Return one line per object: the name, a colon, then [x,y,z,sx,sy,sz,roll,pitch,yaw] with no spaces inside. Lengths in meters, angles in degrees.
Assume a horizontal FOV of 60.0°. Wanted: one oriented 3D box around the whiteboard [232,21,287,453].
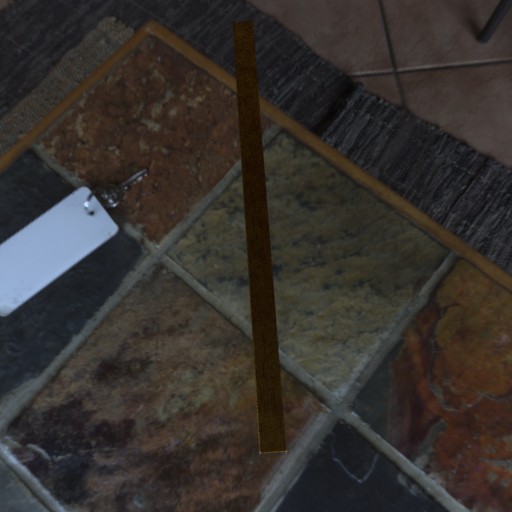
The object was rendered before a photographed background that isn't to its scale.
whiteboard: [0.000,0.000,0.771,0.029,0.457,0.561,-4,75,-1]
